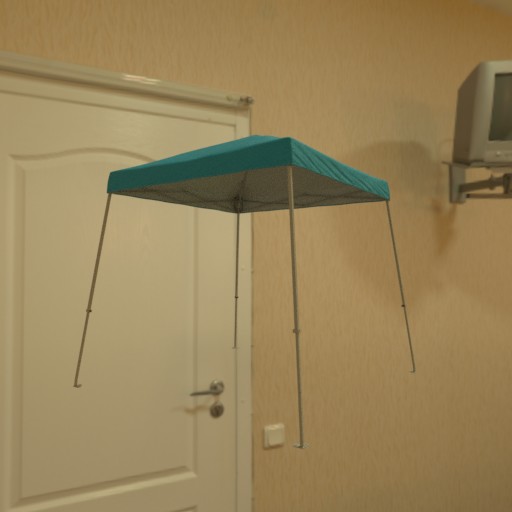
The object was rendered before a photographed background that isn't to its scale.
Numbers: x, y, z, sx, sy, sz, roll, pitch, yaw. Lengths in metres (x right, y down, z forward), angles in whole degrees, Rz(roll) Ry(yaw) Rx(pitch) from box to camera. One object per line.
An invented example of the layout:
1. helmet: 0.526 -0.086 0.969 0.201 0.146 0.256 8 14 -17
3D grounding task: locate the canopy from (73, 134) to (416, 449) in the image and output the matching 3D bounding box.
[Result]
1. canopy: 0.000 0.000 6.542 3.599 3.600 3.600 -1 -2 35
